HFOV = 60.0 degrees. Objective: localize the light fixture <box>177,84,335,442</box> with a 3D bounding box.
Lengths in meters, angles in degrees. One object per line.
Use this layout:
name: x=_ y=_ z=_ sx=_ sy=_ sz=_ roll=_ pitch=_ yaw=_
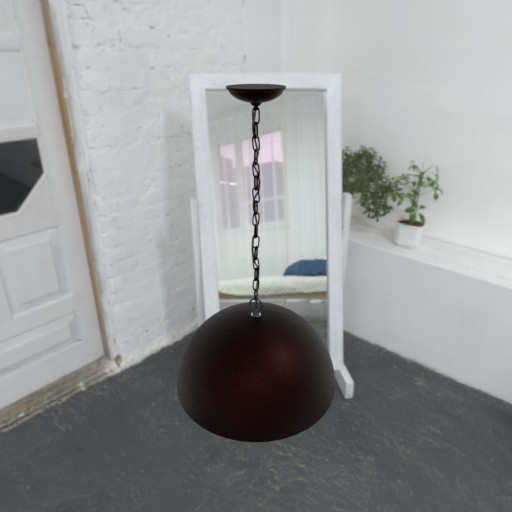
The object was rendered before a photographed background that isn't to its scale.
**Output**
light fixture: x=0.000 y=0.000 z=1.211 sx=0.492 sy=0.869 sz=0.492 roll=9 pitch=27 yaw=17
